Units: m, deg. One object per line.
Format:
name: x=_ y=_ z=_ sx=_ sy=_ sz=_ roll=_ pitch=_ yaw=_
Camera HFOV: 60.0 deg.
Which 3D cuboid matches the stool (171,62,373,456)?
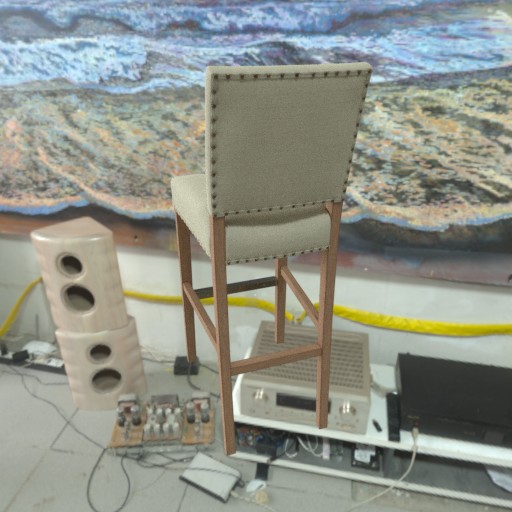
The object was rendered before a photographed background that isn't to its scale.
stool: x=0.000 y=0.000 z=1.398 sx=0.428 sy=1.143 sz=0.546 roll=-9 pitch=29 yaw=-17
